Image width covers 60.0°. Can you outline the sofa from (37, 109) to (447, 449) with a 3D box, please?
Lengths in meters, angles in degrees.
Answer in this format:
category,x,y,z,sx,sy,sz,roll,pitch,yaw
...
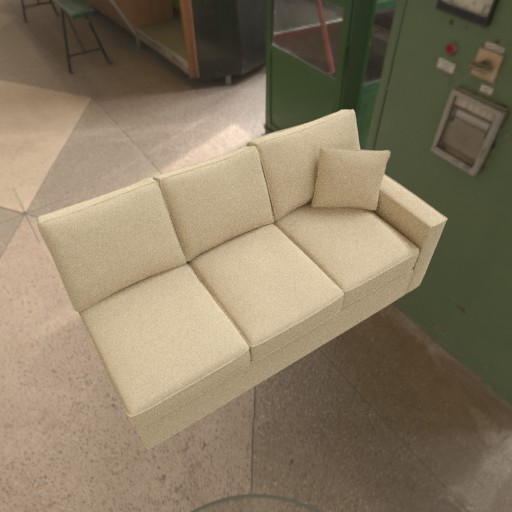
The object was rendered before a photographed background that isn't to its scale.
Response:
category,x,y,z,sx,sy,sz,roll,pitch,yaw
sofa,0.000,0.000,2.520,1.963,0.946,1.034,-25,51,-22
